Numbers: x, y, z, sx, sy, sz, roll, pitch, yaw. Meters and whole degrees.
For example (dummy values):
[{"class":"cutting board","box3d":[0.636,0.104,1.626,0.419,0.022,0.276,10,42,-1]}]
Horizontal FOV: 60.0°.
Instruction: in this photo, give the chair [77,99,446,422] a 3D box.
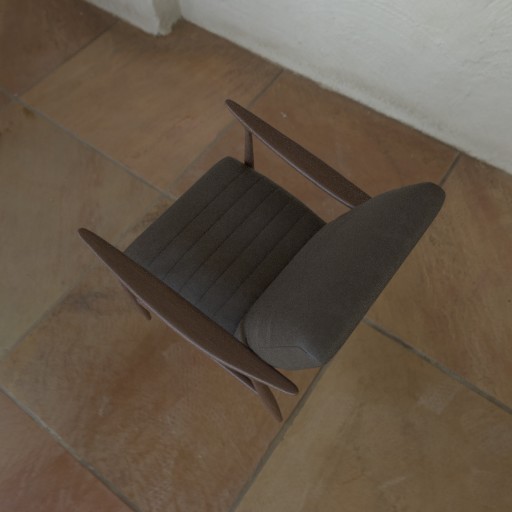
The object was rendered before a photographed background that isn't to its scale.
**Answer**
[{"class":"chair","box3d":[0.000,0.000,1.463,0.798,0.831,0.741,35,68,17]}]
